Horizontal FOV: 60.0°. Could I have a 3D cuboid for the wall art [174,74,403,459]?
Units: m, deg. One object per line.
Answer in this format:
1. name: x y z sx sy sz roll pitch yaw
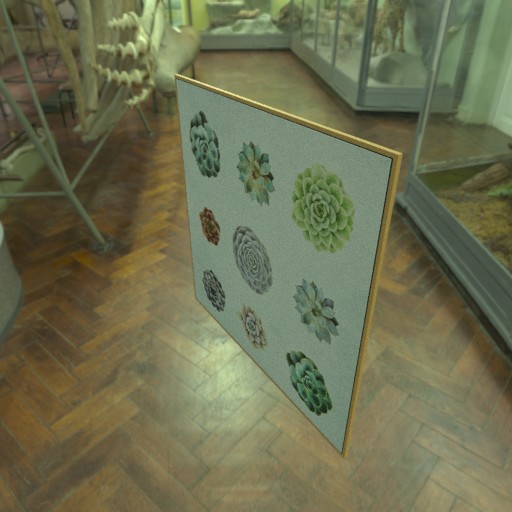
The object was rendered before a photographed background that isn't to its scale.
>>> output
1. wall art: 0.000 0.000 1.428 0.013 0.959 0.962 -20 38 -29
